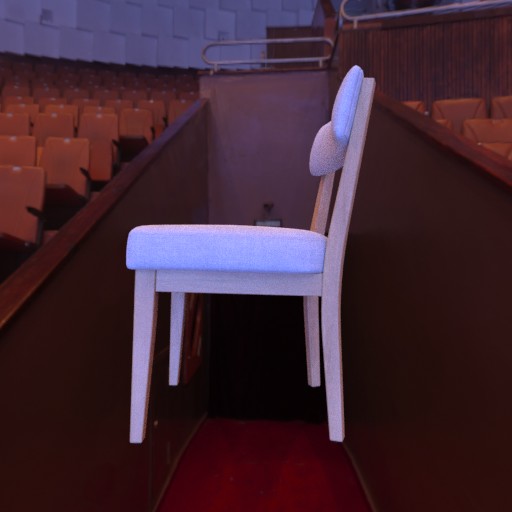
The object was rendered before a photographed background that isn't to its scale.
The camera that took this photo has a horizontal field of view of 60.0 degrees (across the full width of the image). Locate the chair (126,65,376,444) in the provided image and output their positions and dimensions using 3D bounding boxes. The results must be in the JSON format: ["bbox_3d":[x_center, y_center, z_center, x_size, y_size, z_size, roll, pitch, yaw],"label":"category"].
[{"bbox_3d":[0.000,0.000,1.196,0.572,0.832,0.508,0,0,0],"label":"chair"}]
